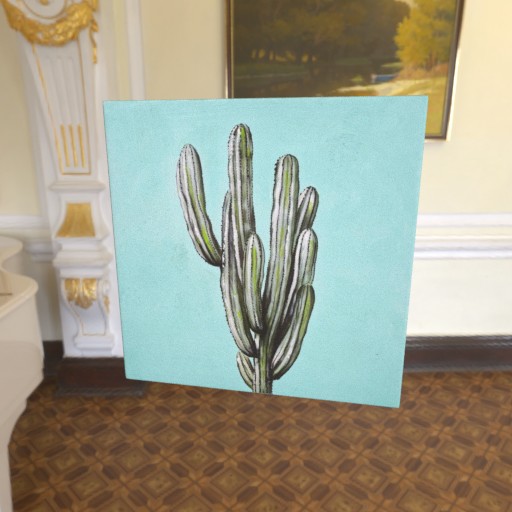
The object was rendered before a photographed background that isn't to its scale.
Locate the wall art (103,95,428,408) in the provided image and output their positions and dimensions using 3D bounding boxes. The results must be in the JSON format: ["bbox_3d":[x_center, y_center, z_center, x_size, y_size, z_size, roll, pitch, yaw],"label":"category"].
[{"bbox_3d":[0.000,0.000,1.601,1.071,1.073,0.070,3,15,11],"label":"wall art"}]
